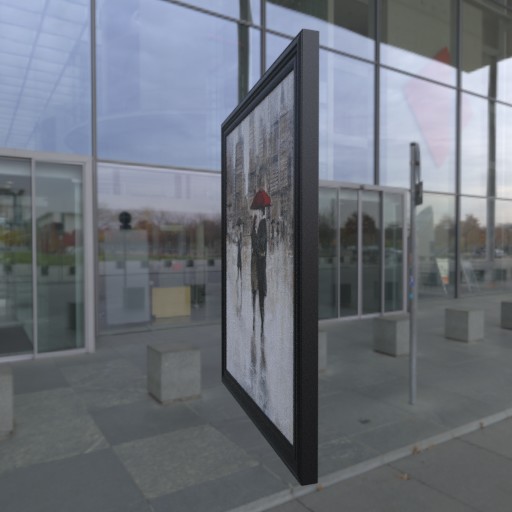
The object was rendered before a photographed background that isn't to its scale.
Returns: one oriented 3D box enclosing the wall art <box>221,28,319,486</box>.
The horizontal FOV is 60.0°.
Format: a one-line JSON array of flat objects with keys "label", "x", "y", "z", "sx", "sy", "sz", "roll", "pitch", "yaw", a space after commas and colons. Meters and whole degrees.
[{"label": "wall art", "x": 0.000, "y": 0.000, "z": 1.613, "sx": 0.053, "sy": 1.194, "sz": 0.950, "roll": 0, "pitch": 1, "yaw": -17}]
